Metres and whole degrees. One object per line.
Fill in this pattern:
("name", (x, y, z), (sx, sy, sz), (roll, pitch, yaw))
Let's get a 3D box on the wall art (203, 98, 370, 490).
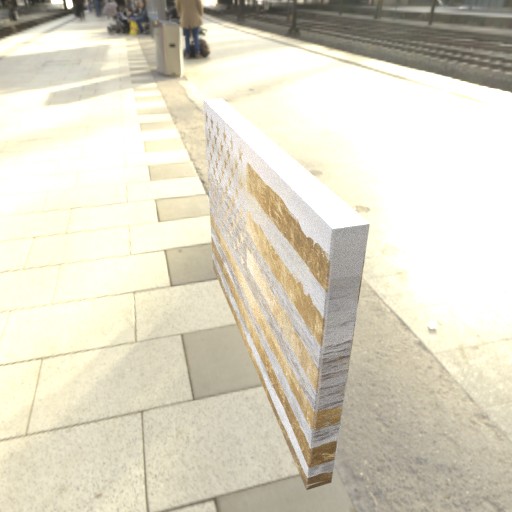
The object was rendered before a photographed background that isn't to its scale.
("wall art", (0.000, 0.000, 0.766), (0.041, 0.407, 0.606), (-9, 32, -15))
